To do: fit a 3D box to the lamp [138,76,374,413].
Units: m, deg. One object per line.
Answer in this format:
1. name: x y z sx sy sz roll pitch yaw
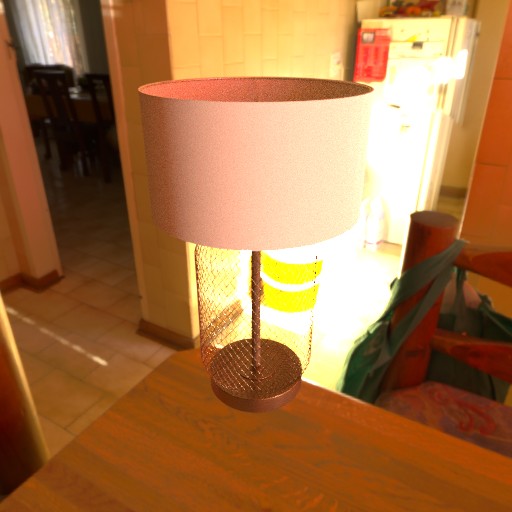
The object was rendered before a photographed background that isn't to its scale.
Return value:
1. lamp: 0.000 0.000 0.805 0.353 0.578 0.353 0 27 0
